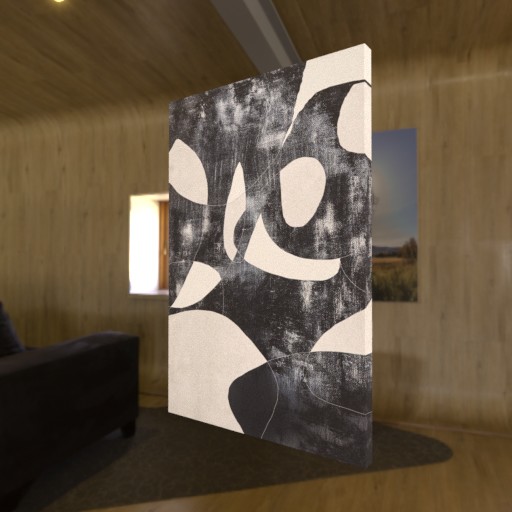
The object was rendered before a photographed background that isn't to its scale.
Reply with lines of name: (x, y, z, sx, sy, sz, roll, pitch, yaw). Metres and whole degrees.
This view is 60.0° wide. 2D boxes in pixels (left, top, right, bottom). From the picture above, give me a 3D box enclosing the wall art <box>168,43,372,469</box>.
wall art: (0.000, 0.000, 1.147, 0.610, 0.915, 0.041, 0, -1, 36)
